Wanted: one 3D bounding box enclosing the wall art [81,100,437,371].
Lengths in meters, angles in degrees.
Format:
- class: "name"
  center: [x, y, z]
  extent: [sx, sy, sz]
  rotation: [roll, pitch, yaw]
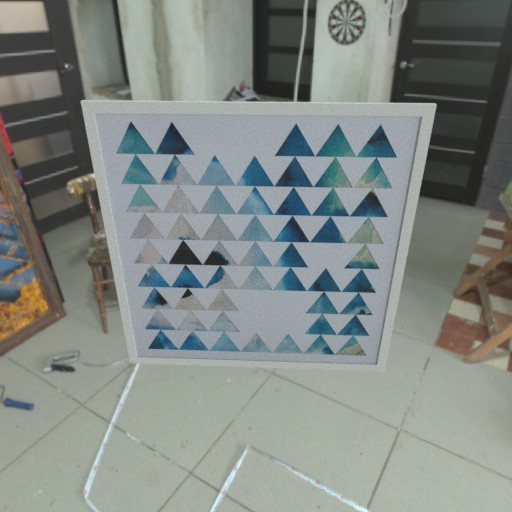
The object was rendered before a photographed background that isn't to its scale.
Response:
- class: "wall art"
  center: [0.000, 0.000, 0.683]
  extent: [0.456, 0.456, 0.007]
  rotation: [1, 30, 2]
